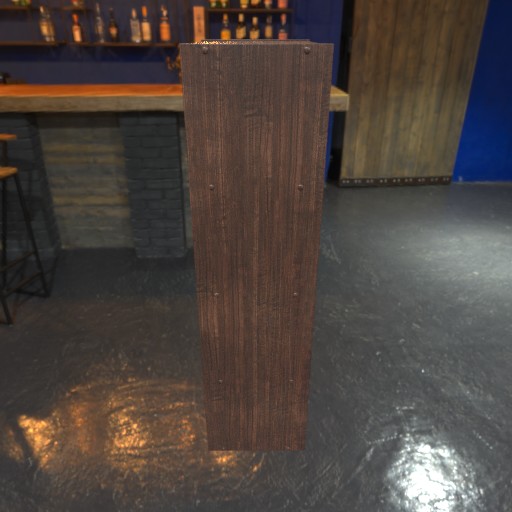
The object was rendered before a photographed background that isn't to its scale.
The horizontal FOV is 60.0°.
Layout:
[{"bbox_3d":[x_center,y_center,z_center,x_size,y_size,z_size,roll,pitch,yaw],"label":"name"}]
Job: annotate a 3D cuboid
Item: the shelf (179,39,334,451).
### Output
[{"bbox_3d":[0.000,0.000,1.260,0.290,1.099,0.415,0,27,0],"label":"shelf"}]
